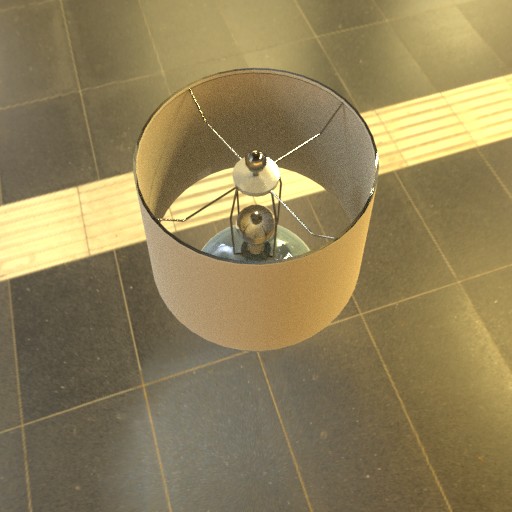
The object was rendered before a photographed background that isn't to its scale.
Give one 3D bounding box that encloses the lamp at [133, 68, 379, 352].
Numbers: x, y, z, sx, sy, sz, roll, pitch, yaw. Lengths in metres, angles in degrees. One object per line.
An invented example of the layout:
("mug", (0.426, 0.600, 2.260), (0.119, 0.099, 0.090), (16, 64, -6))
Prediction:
("lamp", (0.000, 0.000, 0.545), (0.247, 0.387, 0.247), (0, 64, 0))
